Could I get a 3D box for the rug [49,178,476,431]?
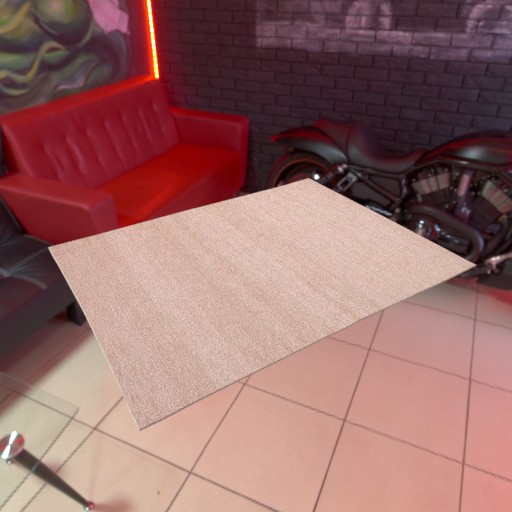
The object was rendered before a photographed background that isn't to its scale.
[{"bbox_3d":[0.000,0.000,4.138,3.202,0.045,2.434,-19,37,-27],"label":"rug"}]
